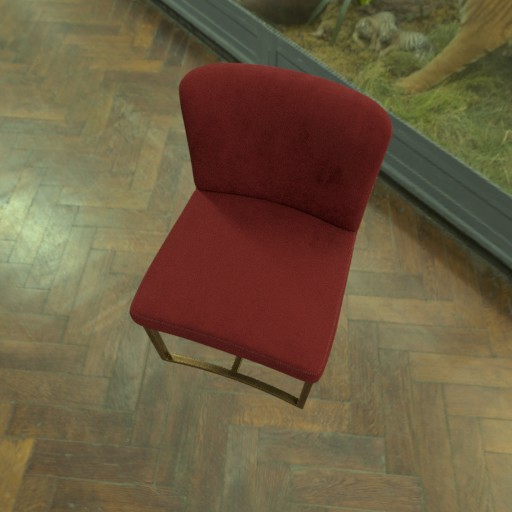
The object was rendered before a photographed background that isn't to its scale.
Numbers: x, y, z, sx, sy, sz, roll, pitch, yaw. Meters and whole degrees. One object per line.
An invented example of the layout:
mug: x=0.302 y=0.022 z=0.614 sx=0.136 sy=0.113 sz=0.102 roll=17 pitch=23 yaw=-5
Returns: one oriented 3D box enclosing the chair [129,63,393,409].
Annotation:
chair: x=0.000 y=0.000 z=1.233 sx=0.530 sy=0.824 sz=0.560 roll=17 pitch=60 yaw=10
